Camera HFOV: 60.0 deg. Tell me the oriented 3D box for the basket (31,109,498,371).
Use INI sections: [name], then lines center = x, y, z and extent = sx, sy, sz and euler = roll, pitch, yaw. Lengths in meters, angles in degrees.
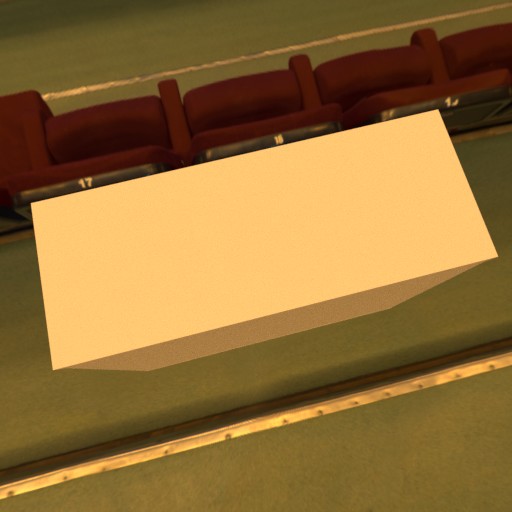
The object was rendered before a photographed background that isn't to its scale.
[basket]
center = 0.000, 0.000, 1.111
extent = 0.792, 0.625, 0.376
euler = -14, 75, -4
